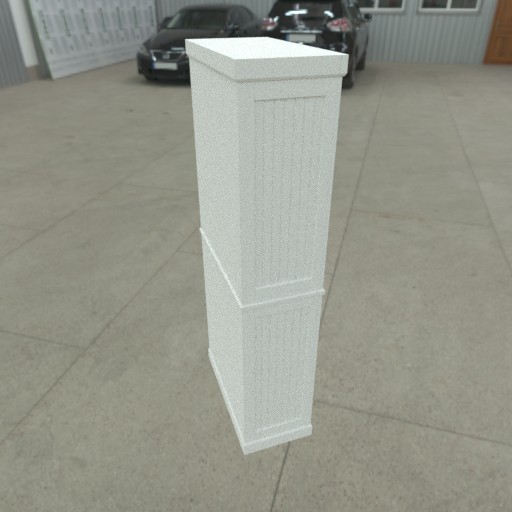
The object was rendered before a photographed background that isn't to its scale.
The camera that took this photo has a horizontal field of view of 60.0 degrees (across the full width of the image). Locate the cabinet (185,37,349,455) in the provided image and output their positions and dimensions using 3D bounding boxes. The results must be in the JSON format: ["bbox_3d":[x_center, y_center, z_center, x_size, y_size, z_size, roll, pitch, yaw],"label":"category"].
[{"bbox_3d":[0.000,0.000,2.125,0.390,1.829,0.754,-10,32,-16],"label":"cabinet"}]
